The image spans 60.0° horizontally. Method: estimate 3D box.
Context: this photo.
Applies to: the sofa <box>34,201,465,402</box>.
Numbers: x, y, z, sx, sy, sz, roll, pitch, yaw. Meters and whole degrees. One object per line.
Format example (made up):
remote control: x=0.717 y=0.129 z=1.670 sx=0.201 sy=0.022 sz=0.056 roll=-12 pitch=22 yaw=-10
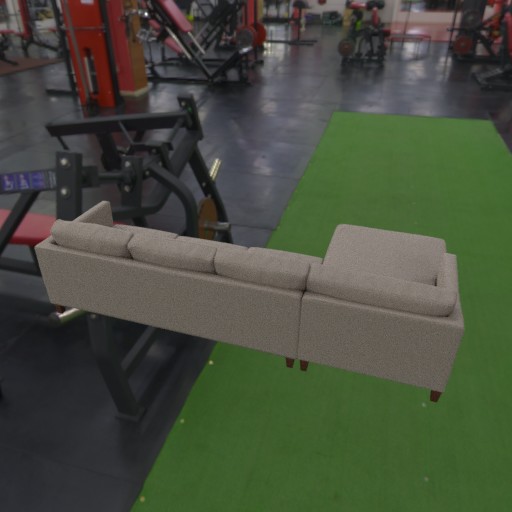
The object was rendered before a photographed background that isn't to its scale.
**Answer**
sofa: x=0.000 y=0.000 z=3.863 sx=3.186 sy=0.846 sz=1.625 roll=10 pitch=33 yaw=15
